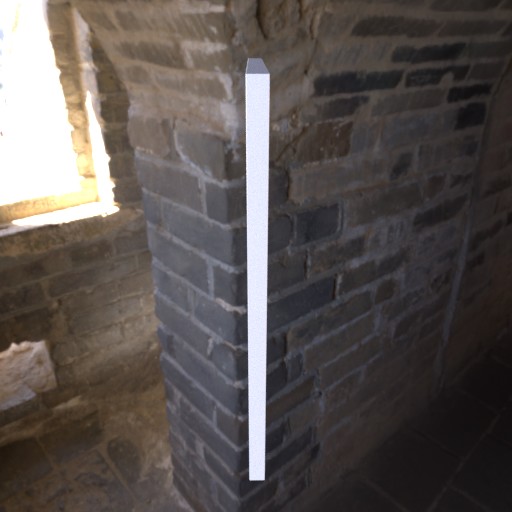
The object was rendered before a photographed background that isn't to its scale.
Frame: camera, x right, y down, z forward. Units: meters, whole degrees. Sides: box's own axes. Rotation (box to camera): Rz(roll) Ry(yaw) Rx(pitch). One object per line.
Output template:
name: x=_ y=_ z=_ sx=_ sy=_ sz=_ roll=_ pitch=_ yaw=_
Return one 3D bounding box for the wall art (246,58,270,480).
wall art: x=0.000 y=0.000 z=0.763 sx=0.025 sy=0.608 sz=0.405 roll=0 pitch=26 yaw=0
